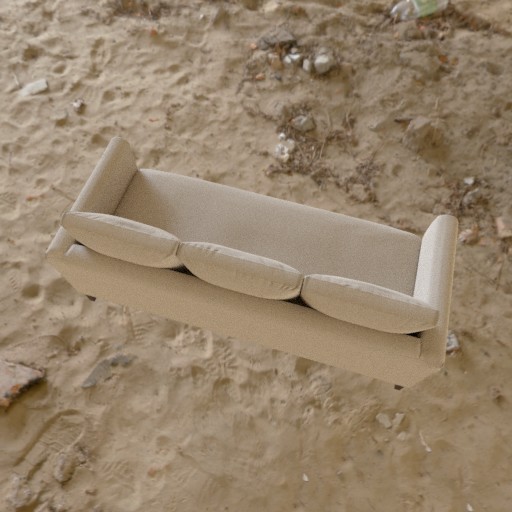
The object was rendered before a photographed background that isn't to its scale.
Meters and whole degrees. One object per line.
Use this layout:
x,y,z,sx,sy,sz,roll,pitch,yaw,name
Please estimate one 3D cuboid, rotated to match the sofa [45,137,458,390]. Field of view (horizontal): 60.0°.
0.000,0.000,2.691,2.198,0.911,0.902,15,63,8,sofa
